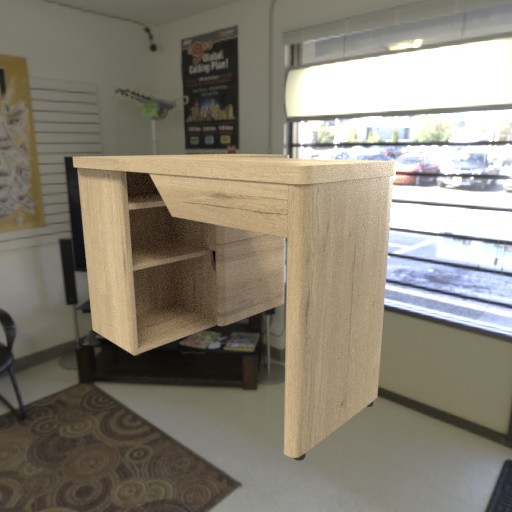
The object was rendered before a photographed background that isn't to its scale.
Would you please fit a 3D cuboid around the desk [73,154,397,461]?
[{"bbox_3d":[0.000,0.000,1.749,1.169,0.760,0.900,13,19,43],"label":"desk"}]
